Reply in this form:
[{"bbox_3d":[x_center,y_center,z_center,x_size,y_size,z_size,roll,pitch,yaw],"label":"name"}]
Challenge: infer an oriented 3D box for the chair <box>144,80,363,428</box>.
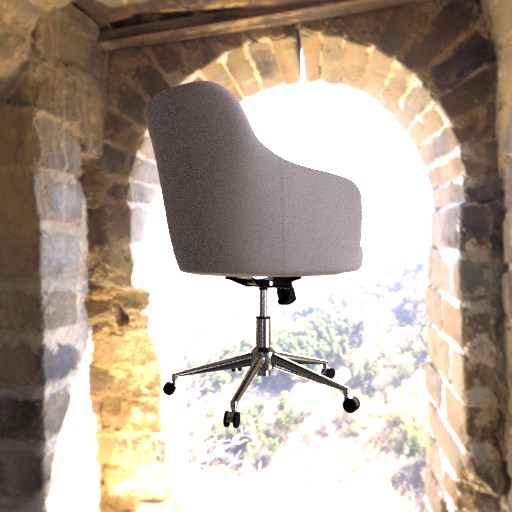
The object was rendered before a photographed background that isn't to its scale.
[{"bbox_3d":[0.000,0.000,1.309,0.647,0.819,0.602,0,-1,-37],"label":"chair"}]
